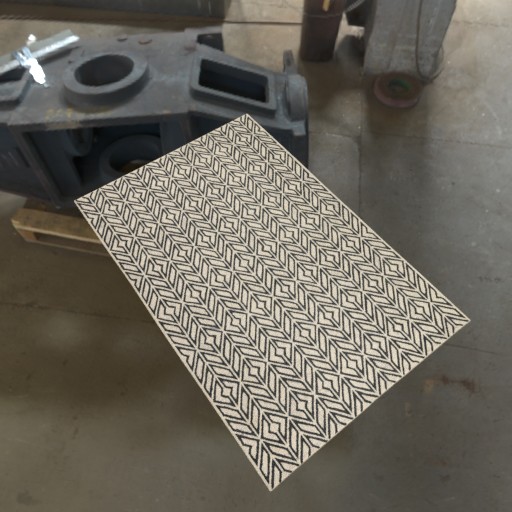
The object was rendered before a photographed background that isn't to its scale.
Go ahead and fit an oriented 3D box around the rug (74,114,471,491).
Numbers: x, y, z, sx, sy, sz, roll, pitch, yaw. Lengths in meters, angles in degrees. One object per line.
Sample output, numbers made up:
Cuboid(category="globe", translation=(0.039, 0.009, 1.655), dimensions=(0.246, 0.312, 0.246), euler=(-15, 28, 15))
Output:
Cuboid(category="rug", translation=(0.000, 0.000, 2.329), dimensions=(1.220, 0.007, 1.828), euler=(-32, 64, -18))
